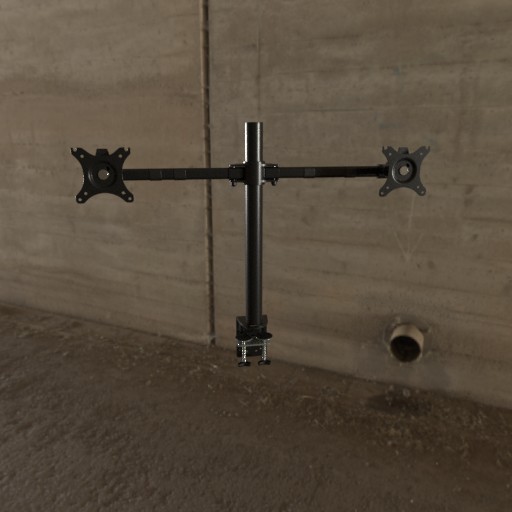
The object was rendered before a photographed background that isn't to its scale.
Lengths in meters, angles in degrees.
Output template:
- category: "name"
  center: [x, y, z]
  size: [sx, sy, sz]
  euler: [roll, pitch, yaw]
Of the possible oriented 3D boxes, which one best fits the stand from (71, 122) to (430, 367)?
- category: "stand"
  center: [0.000, 0.000, 1.041]
  size: [0.743, 0.603, 0.150]
  euler: [-2, 15, -9]
